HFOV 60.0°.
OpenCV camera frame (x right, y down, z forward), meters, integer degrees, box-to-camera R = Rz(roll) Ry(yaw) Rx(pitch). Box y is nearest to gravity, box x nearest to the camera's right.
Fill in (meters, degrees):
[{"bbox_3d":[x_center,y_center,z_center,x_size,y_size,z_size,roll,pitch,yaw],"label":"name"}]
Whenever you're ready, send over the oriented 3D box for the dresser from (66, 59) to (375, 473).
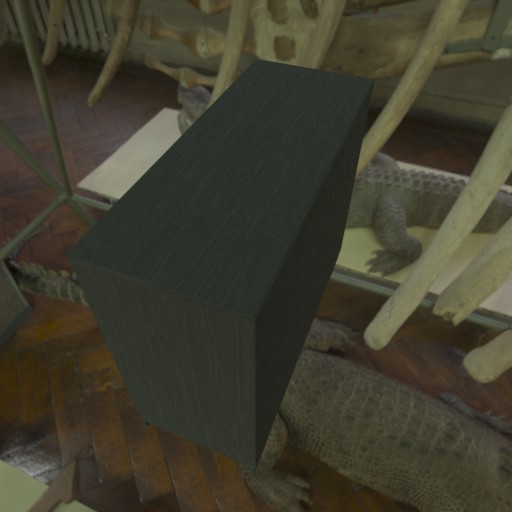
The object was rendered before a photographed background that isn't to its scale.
[{"bbox_3d":[0.000,0.000,1.430,0.404,0.816,0.994,17,49,15],"label":"dresser"}]
